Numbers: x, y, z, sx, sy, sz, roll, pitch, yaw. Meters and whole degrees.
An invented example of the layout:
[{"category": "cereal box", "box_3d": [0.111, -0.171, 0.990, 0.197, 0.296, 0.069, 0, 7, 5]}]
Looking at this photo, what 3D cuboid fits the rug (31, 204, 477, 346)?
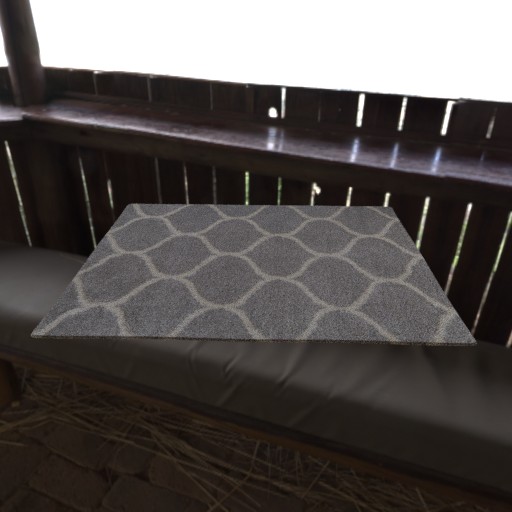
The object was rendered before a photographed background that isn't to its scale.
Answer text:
[{"category": "rug", "box_3d": [0.000, 0.000, 4.011, 3.000, 0.026, 2.399, 1, 29, 1]}]
